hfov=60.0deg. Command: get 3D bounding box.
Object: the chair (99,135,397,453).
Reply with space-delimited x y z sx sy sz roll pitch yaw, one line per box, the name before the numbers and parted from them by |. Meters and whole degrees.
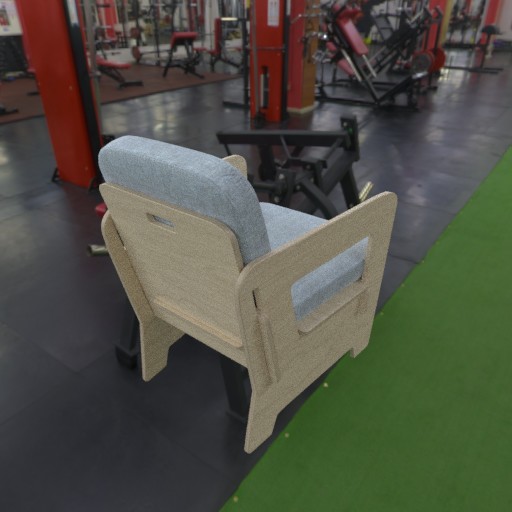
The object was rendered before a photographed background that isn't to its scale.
chair | 0.000 0.000 1.322 0.590 0.800 0.710 21 36 33
